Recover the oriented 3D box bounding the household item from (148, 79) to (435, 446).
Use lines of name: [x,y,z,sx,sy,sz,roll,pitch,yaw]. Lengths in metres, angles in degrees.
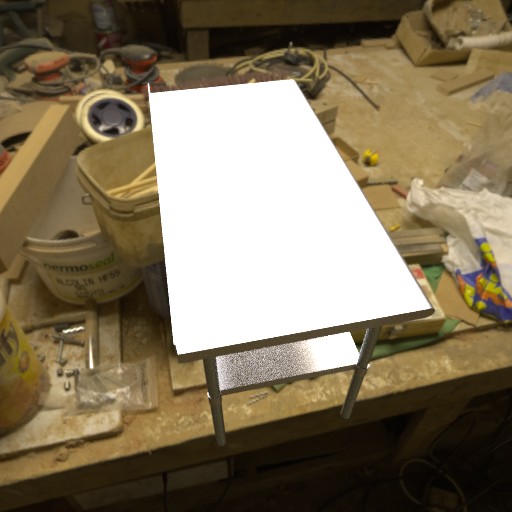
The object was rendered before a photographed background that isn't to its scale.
household item: [0.000,0.000,1.685,0.610,0.851,1.219,-9,47,-8]
